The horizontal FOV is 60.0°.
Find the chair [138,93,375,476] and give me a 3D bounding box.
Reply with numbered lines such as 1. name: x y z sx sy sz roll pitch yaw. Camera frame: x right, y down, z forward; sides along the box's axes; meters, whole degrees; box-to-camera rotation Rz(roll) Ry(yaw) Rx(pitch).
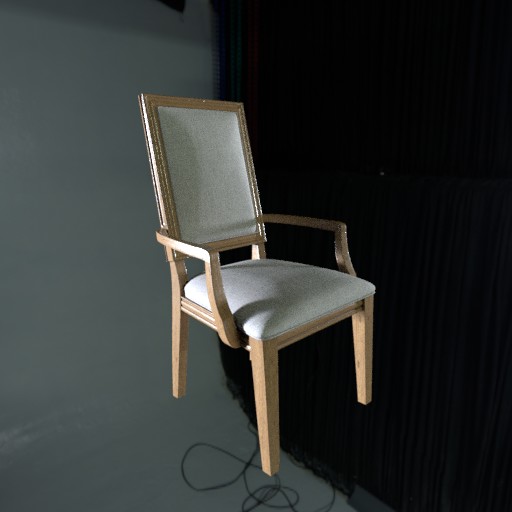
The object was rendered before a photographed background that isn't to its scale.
1. chair: 0.000 0.000 1.411 0.602 0.990 0.606 13 19 43
